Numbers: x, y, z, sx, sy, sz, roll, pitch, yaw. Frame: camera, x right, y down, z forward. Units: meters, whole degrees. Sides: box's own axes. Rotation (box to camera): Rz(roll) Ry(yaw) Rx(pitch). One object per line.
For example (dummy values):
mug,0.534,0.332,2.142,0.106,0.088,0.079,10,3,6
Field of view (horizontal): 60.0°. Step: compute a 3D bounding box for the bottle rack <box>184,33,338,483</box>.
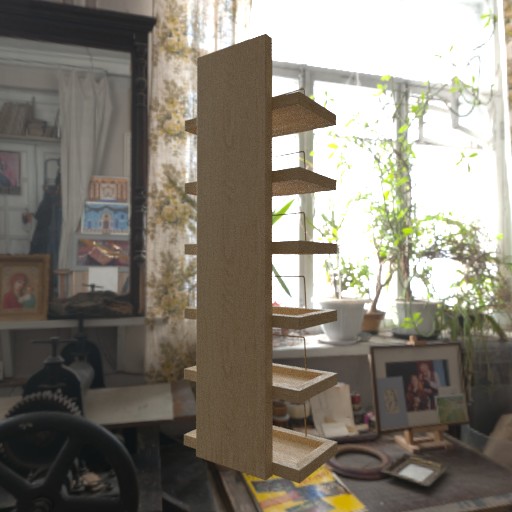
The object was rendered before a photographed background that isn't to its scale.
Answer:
bottle rack,0.000,0.000,1.075,0.330,0.943,0.206,-1,-1,36
